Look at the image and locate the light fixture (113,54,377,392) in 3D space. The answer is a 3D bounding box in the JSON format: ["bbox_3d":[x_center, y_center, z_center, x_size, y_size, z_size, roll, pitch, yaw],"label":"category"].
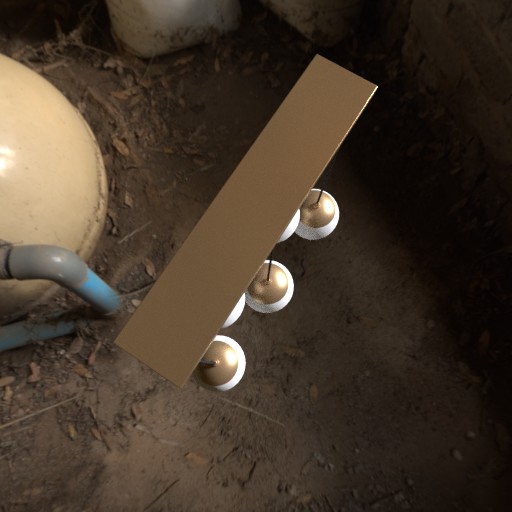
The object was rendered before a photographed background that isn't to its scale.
[{"bbox_3d":[0.000,0.000,1.333,0.299,0.869,0.863,32,78,8],"label":"light fixture"}]
